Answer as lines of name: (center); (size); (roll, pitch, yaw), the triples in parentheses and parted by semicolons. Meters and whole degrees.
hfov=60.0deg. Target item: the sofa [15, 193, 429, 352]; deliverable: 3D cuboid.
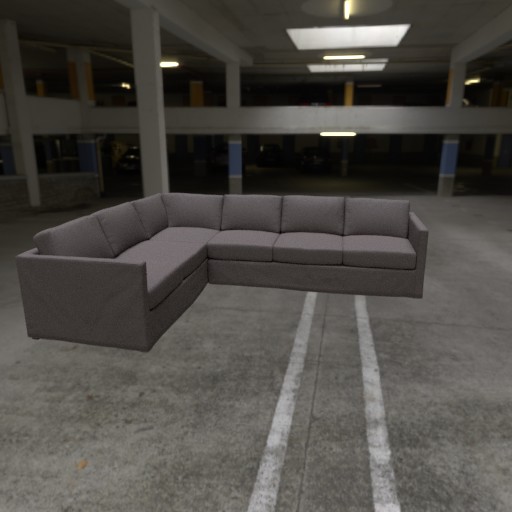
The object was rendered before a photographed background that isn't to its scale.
sofa: (0.000, 0.000, 4.191); (3.182, 0.871, 2.432); (3, 16, 10)
